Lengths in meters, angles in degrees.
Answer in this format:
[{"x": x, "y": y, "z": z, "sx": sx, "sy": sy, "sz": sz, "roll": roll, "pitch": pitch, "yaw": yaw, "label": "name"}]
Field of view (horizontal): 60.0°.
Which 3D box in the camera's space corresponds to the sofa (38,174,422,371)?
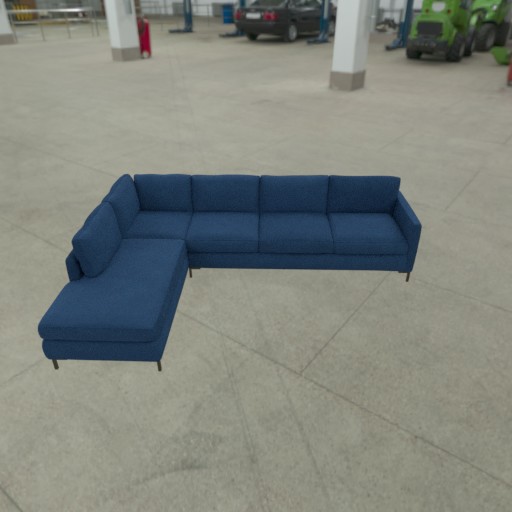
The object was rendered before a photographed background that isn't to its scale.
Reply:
[{"x": 0.000, "y": 0.000, "z": 3.803, "sx": 2.949, "sy": 0.815, "sz": 2.007, "roll": 1, "pitch": 31, "yaw": 1, "label": "sofa"}]
